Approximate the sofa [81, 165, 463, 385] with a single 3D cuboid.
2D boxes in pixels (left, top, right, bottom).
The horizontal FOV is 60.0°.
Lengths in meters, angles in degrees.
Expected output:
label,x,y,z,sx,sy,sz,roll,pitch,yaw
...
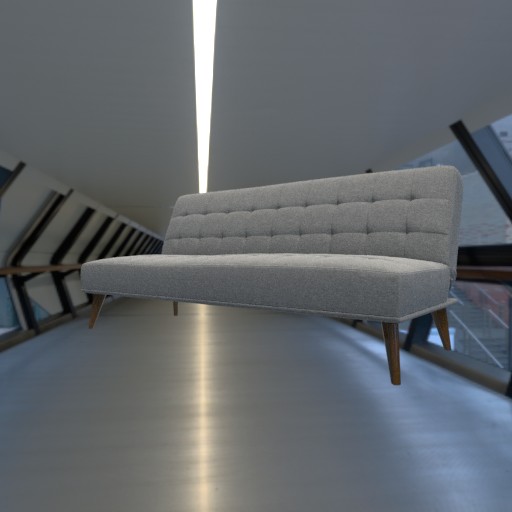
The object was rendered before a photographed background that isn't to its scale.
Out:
label,x,y,z,sx,sy,sz,roll,pitch,yaw
sofa,0.000,0.000,2.248,1.800,0.810,0.860,0,1,37
